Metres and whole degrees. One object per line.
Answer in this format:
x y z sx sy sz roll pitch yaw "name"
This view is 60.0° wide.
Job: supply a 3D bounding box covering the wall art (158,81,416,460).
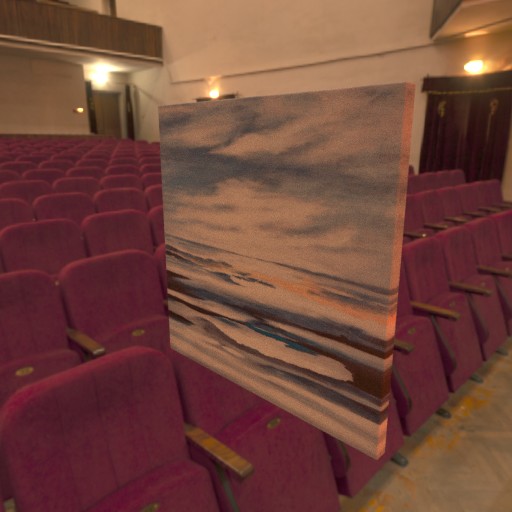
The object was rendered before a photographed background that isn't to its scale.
0.000 0.000 1.102 0.747 0.747 0.035 14 20 43 "wall art"
